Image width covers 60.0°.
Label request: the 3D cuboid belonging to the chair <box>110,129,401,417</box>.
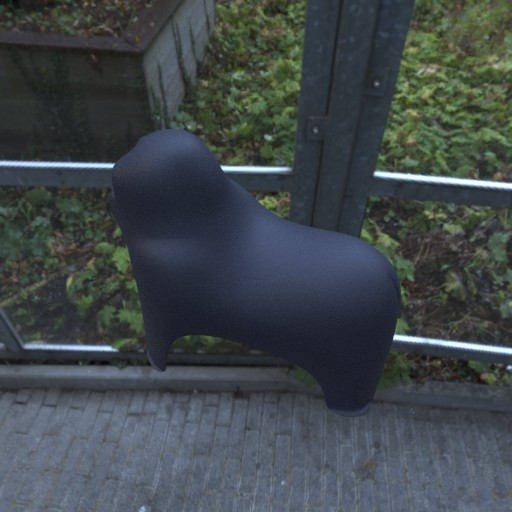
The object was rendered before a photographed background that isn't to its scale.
[{"bbox_3d":[0.000,0.000,1.131,0.758,0.600,0.490,15,48,14],"label":"chair"}]
